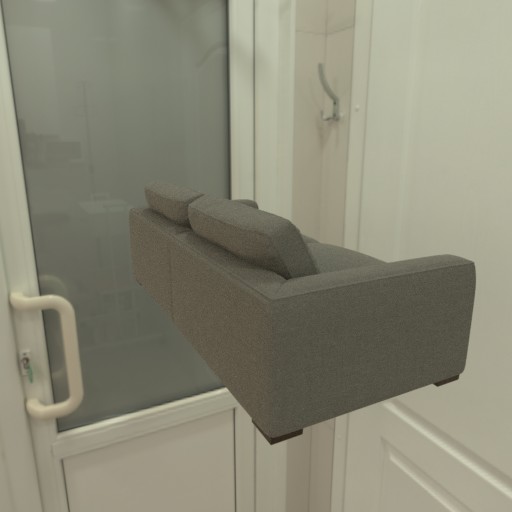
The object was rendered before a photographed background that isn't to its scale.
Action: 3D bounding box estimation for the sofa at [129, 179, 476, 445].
[{"bbox_3d":[0.000,0.000,2.682,1.070,0.801,2.262,-8,17,-26],"label":"sofa"}]
